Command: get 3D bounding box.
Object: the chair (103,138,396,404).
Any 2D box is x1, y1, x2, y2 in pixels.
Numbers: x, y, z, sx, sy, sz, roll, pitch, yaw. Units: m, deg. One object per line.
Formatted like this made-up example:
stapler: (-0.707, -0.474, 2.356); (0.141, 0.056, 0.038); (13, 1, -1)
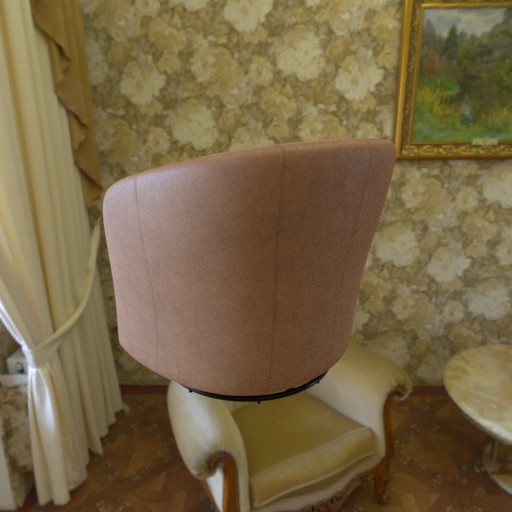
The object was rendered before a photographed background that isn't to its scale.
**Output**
chair: (0.000, 0.000, 1.476); (0.791, 0.771, 0.815); (-15, 22, -42)
